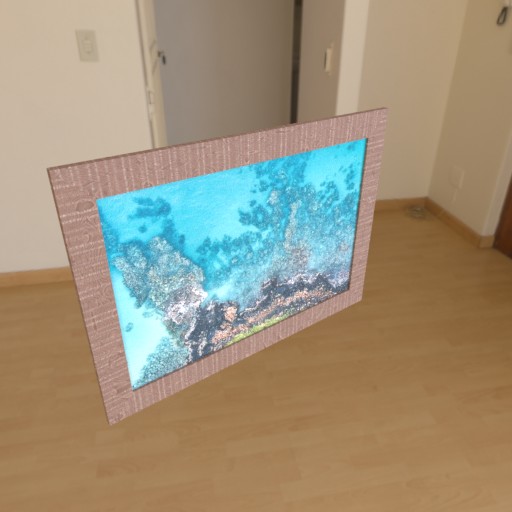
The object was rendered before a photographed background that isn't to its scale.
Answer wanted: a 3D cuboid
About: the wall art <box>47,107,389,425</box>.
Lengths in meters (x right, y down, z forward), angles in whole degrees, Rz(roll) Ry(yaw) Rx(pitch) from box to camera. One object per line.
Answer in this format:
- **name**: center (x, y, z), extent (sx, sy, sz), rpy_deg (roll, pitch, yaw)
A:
- **wall art**: center (0.000, 0.000, 1.364), extent (1.056, 0.761, 0.020), rpy_deg (-20, 35, -31)
